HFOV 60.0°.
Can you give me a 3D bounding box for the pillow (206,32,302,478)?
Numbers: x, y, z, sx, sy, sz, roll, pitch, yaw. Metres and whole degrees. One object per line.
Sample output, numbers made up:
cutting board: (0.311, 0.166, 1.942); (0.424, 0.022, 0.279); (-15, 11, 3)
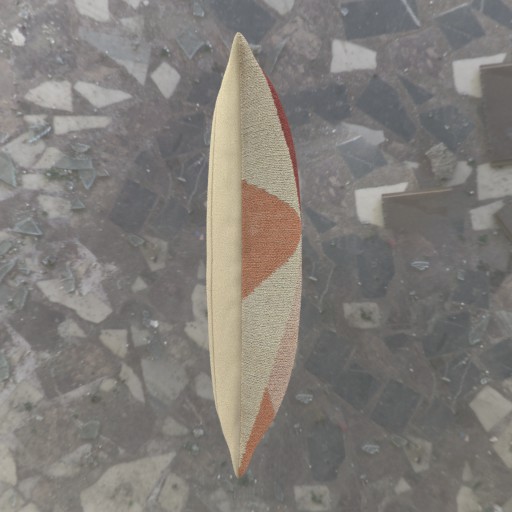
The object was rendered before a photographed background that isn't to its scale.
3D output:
pillow: (0.000, 0.000, 0.740); (0.155, 0.292, 0.609); (0, 91, 0)
